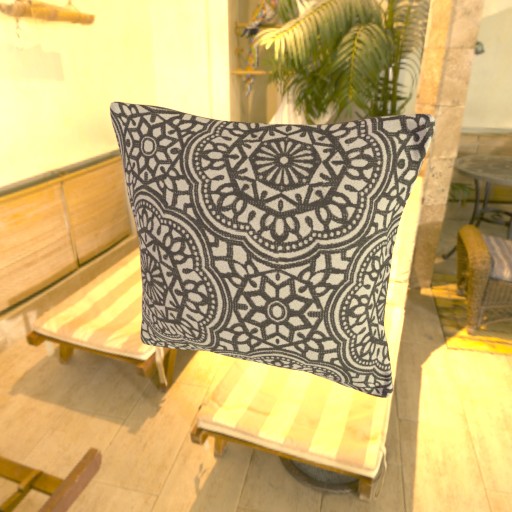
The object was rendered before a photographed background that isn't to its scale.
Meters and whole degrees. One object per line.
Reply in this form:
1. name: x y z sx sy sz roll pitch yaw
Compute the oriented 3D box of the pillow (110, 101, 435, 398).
1. pillow: 0.000 0.000 0.648 0.436 0.417 0.148 8 27 17
